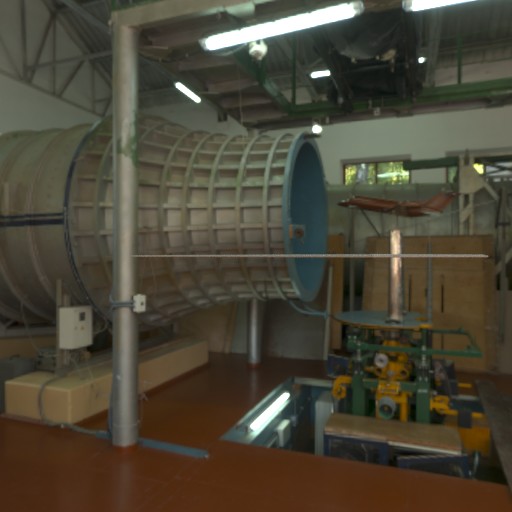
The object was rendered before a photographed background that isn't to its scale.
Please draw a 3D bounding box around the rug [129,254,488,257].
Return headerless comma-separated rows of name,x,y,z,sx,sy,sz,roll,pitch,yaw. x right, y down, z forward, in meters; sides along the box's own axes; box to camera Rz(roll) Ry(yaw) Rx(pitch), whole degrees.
rug,0.000,0.000,2.424,0.662,0.011,2.196,0,0,-35
